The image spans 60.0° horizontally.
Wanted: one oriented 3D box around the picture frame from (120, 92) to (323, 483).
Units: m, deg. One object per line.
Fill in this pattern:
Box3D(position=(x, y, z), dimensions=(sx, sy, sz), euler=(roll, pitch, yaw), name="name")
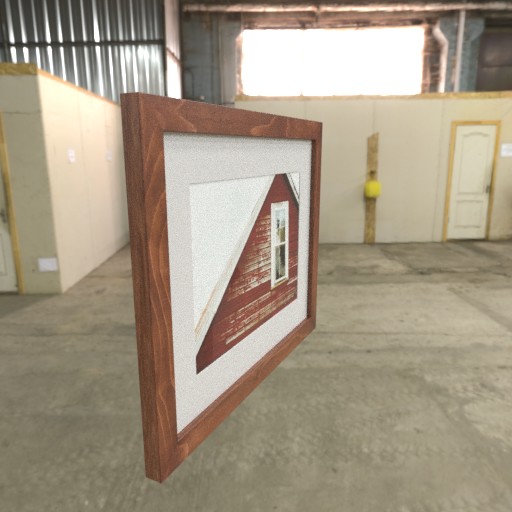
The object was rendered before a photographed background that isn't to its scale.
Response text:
Box3D(position=(0.000, 0.000, 0.742), dimensions=(0.025, 0.457, 0.559), euler=(7, 15, 26), name="picture frame")
